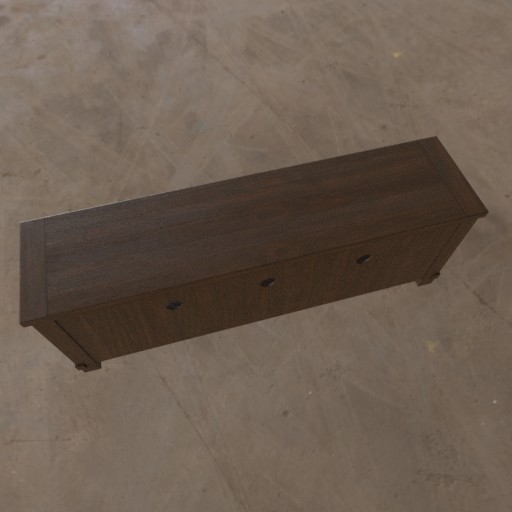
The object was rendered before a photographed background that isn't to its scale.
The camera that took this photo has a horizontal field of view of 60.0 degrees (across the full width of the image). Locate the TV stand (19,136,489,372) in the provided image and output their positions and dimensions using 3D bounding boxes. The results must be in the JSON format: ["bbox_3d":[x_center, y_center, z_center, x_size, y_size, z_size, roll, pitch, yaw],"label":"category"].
[{"bbox_3d":[0.000,0.000,2.073,1.866,0.615,0.471,-13,59,-8],"label":"TV stand"}]
